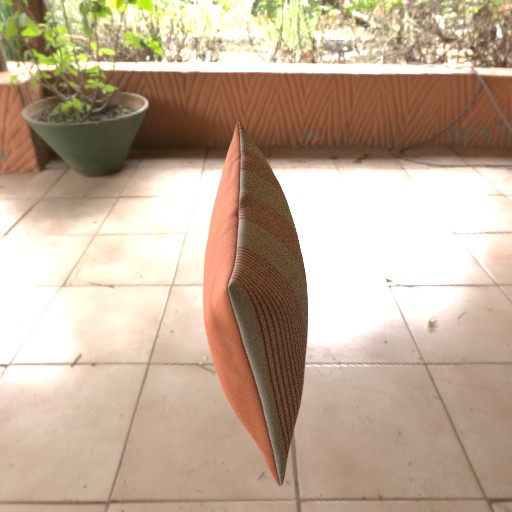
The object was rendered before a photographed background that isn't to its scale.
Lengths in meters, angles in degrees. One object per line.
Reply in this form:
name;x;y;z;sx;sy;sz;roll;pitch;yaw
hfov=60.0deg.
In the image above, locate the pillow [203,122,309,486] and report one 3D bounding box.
pillow;0.000;0.000;0.721;0.156;0.292;0.608;-1;30;-1
